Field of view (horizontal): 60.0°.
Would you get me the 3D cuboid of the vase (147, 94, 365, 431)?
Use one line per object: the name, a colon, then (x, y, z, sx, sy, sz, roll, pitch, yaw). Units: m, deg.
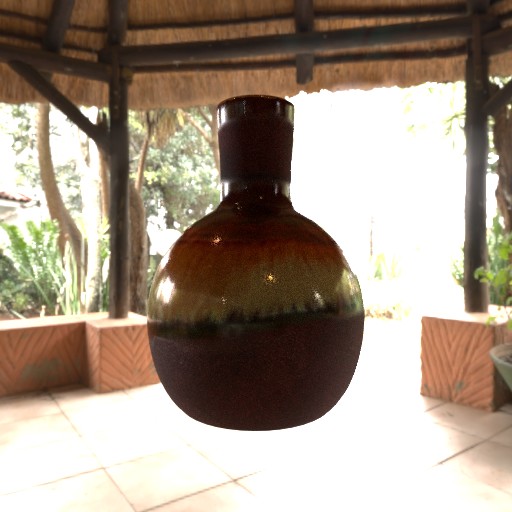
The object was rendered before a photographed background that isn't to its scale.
vase: (0.000, 0.000, 0.232, 0.111, 0.154, 0.111, 0, 1, 0)
